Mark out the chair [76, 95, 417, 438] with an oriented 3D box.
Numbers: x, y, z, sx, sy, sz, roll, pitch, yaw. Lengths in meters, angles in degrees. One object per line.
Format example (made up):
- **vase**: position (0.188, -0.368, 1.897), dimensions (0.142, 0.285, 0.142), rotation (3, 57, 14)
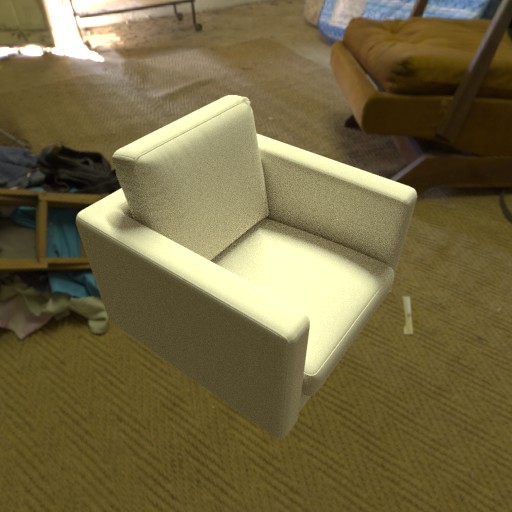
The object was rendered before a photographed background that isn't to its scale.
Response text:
- **chair**: position (0.000, 0.000, 1.626), dimensions (0.879, 0.899, 0.831), rotation (26, 48, 26)
